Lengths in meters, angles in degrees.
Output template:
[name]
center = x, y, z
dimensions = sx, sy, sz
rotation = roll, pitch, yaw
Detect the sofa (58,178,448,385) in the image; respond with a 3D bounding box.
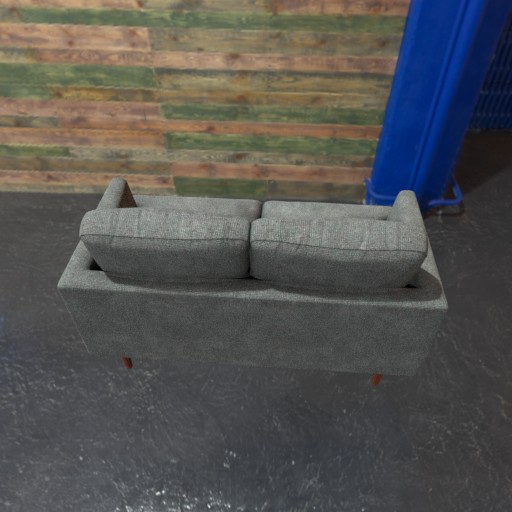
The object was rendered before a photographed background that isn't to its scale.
[sofa]
center = 0.000, 0.000, 2.194
dimensions = 1.582, 0.956, 0.903
rotation = 3, 45, 3
